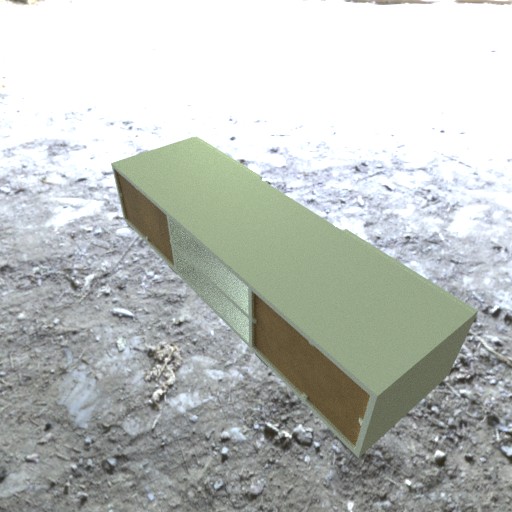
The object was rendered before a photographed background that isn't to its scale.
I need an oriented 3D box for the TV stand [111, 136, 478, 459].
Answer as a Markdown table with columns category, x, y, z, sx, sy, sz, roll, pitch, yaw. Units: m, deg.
| category | x | y | z | sx | sy | sz | roll | pitch | yaw |
| --- | --- | --- | --- | --- | --- | --- | --- | --- | --- |
| TV stand | 0.000 | 0.000 | 1.612 | 0.420 | 0.310 | 1.400 | -27 | 47 | -29 |
